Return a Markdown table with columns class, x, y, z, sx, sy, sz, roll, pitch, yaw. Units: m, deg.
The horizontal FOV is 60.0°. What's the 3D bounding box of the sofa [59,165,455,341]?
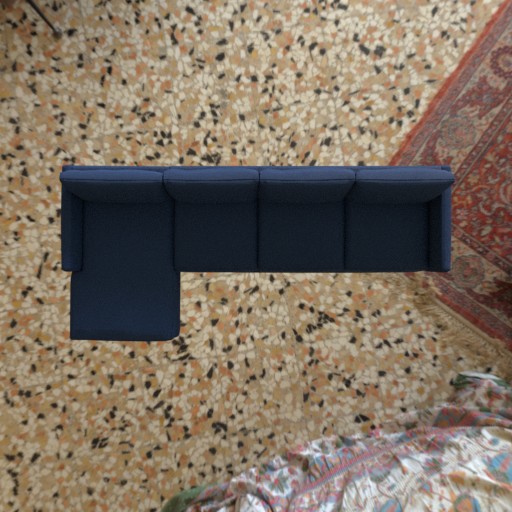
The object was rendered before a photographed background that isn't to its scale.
| class | x | y | z | sx | sy | sz | roll | pitch | yaw |
| --- | --- | --- | --- | --- | --- | --- | --- | --- | --- |
| sofa | 0.000 | 0.000 | 2.890 | 2.450 | 0.679 | 1.128 | 0 | 90 | 0 |
